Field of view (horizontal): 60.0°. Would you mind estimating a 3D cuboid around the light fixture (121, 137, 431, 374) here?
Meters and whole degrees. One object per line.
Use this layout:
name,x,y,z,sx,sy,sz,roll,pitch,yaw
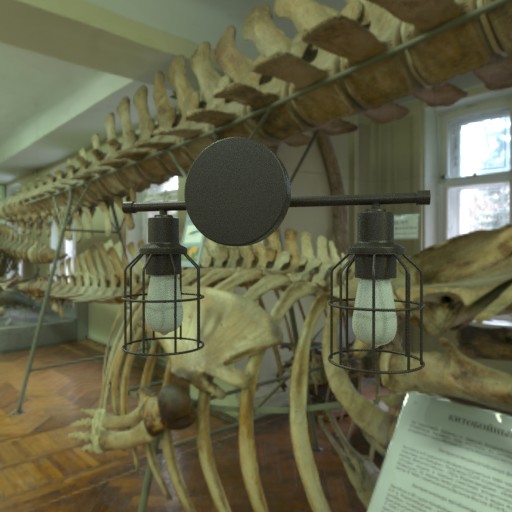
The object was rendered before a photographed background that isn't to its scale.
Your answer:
light fixture,0.000,0.000,0.549,0.406,0.254,0.165,0,1,17
